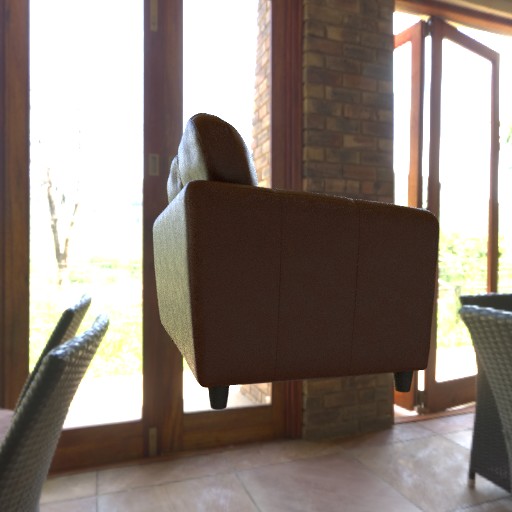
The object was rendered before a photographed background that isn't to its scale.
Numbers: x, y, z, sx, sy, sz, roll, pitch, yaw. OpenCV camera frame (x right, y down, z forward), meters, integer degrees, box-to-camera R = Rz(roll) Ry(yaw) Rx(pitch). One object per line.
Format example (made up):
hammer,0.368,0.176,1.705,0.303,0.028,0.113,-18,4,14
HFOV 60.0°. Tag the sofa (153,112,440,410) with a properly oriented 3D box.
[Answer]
sofa,0.000,0.000,1.935,0.805,0.906,1.406,0,0,-17
